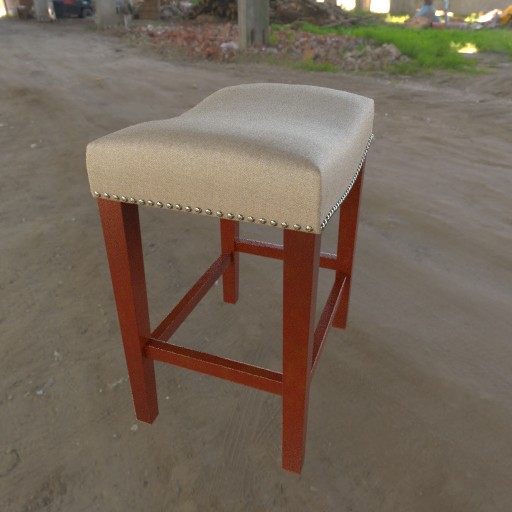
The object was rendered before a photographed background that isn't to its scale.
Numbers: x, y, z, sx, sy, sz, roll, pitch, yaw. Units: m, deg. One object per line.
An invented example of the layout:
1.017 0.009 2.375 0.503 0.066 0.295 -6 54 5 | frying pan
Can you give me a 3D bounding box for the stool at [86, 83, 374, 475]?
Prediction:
0.000 0.000 0.949 0.375 0.632 0.509 11 32 18 | stool
